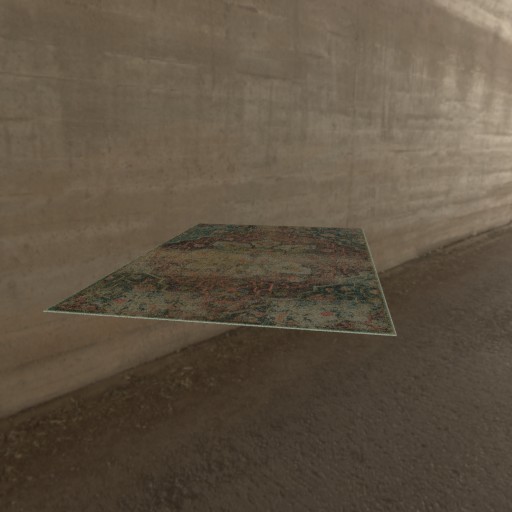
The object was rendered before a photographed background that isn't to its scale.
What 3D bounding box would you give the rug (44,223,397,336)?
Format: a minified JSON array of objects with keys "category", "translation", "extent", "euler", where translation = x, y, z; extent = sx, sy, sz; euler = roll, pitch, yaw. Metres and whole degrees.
[{"category":"rug","translation":[0.000,0.000,2.970],"extent":[1.566,0.004,2.363],"euler":[3,14,11]}]
